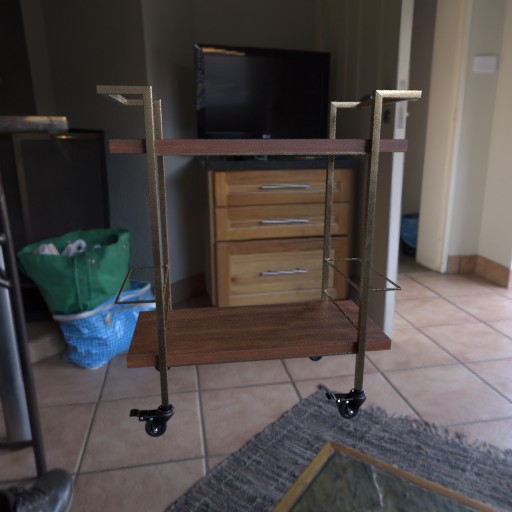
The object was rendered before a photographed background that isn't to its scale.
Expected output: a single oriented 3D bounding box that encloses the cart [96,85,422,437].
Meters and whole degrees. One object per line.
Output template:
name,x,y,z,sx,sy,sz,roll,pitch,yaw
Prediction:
cart,0.000,0.000,1.179,0.695,0.807,0.364,-2,15,-8
